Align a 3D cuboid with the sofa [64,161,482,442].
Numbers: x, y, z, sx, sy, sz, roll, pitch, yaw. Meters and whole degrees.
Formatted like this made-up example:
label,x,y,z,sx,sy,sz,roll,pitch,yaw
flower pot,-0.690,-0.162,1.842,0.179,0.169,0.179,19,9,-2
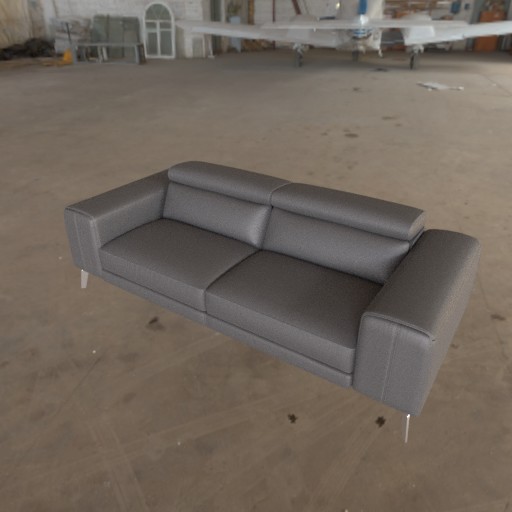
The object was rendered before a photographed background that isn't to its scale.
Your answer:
label,x,y,z,sx,sy,sz,roll,pitch,yaw
sofa,0.000,0.000,2.701,2.321,0.759,1.023,18,34,29
